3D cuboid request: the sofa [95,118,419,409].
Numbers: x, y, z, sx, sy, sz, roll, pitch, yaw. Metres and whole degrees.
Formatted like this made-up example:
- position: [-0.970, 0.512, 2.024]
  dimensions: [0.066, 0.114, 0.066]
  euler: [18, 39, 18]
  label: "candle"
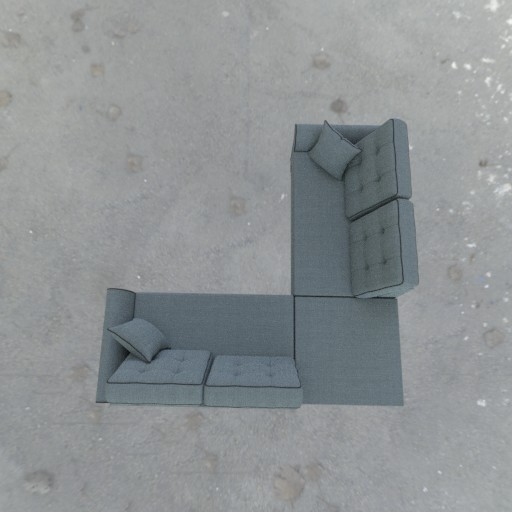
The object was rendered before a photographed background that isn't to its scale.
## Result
- position: [0.000, 0.000, 3.239]
  dimensions: [2.070, 0.988, 2.068]
  euler: [1, 76, 0]
  label: "sofa"
